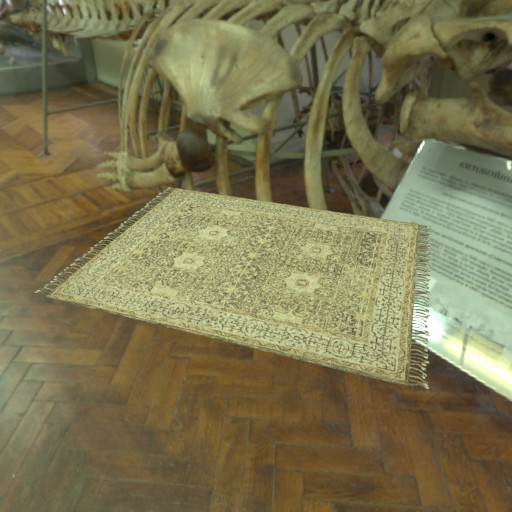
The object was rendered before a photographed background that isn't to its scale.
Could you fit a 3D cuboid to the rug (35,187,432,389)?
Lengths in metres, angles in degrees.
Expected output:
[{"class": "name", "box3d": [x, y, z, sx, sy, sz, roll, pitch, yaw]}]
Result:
[{"class": "rug", "box3d": [0.000, 0.000, 4.394, 3.291, 0.017, 2.431, 11, 34, 16]}]
